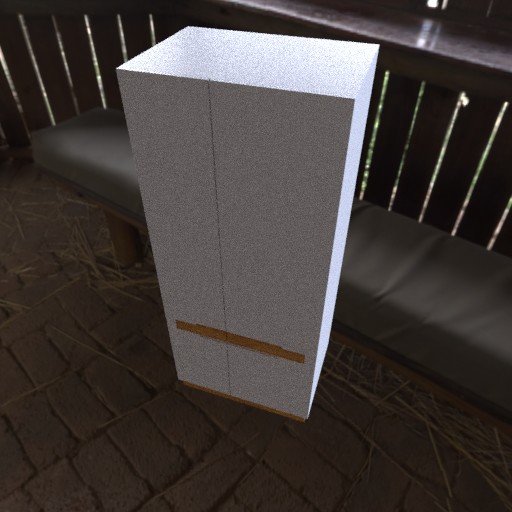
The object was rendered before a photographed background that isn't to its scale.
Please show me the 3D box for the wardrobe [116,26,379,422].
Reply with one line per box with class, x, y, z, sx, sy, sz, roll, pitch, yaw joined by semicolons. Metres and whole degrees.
wardrobe;0.000;0.000;2.373;0.860;2.040;0.600;13;43;14
